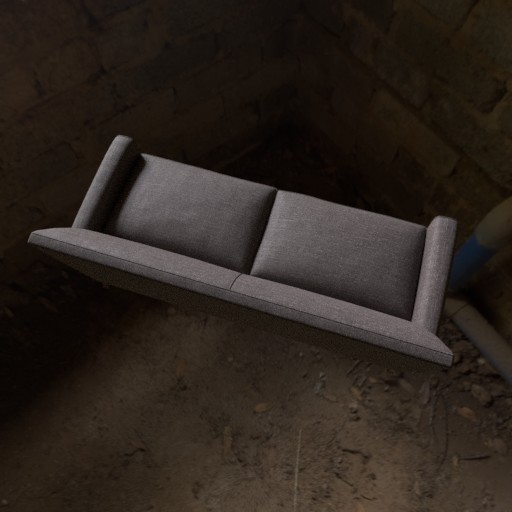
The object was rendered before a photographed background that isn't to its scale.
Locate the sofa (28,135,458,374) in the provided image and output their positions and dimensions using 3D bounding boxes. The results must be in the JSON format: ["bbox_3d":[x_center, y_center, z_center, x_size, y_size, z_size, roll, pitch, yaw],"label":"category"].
[{"bbox_3d":[0.000,0.000,2.429,1.976,0.846,0.875,16,65,8],"label":"sofa"}]
